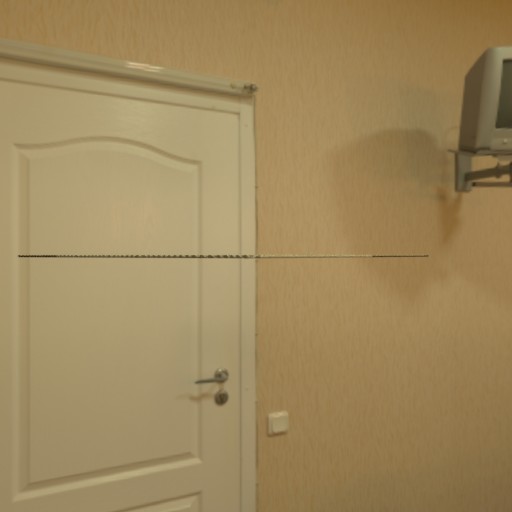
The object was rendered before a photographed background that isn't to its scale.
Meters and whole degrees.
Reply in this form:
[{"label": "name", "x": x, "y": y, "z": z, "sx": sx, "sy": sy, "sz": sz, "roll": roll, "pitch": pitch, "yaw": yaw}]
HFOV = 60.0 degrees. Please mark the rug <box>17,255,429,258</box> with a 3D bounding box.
[{"label": "rug", "x": 0.000, "y": 0.000, "z": 2.926, "sx": 1.600, "sy": 0.013, "sz": 2.312, "roll": 0, "pitch": 0, "yaw": 36}]
